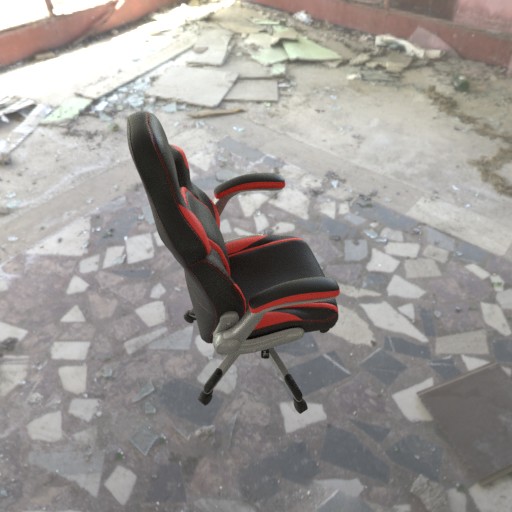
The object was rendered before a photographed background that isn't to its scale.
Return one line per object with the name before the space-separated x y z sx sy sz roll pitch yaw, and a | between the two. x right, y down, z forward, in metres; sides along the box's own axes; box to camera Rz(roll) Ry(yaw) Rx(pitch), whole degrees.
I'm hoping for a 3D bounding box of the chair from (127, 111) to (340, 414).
chair | 0.000 0.000 1.633 0.712 1.165 0.758 -10 46 -10
